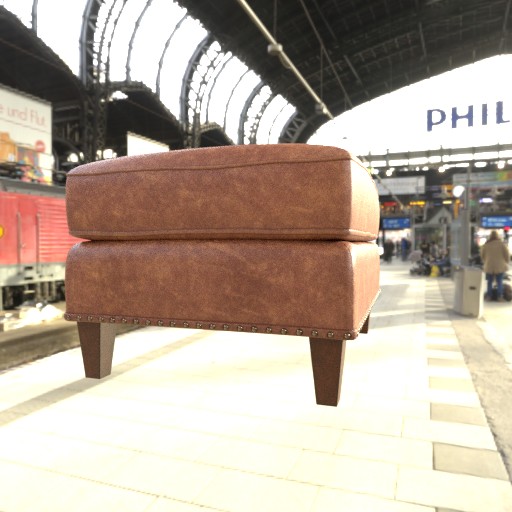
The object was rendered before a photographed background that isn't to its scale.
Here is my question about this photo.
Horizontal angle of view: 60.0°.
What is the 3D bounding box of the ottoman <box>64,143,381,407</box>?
[{"bbox_3d":[0.000,0.000,1.137,0.586,0.486,0.742,1,2,19],"label":"ottoman"}]
